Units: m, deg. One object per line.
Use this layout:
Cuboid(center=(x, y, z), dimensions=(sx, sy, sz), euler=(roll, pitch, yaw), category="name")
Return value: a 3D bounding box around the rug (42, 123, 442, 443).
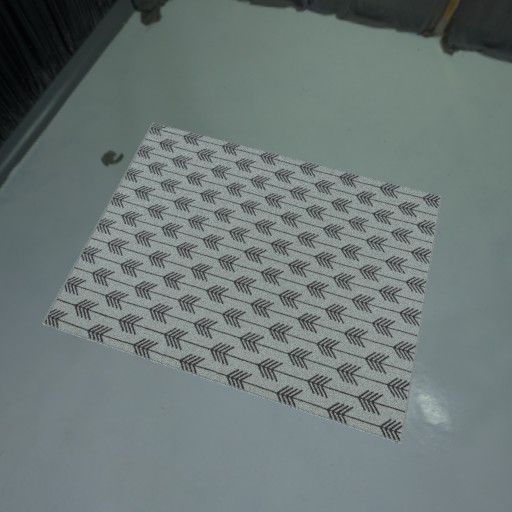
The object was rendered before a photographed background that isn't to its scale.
Cuboid(center=(0.000, 0.000, 4.031), dimensions=(3.061, 0.010, 2.330), euler=(16, 65, 8), category="rug")
